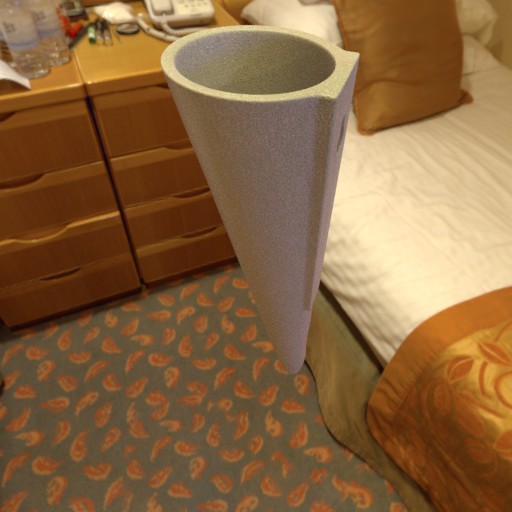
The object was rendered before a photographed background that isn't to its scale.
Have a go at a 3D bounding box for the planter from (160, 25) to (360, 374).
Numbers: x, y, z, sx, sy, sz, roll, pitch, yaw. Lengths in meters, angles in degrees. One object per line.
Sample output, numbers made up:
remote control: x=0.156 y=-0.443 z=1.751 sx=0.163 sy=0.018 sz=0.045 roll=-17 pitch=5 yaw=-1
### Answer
planter: x=0.000 y=0.000 z=0.216 sx=0.064 sy=0.191 sz=0.057 roll=15 pitch=49 yaw=14
